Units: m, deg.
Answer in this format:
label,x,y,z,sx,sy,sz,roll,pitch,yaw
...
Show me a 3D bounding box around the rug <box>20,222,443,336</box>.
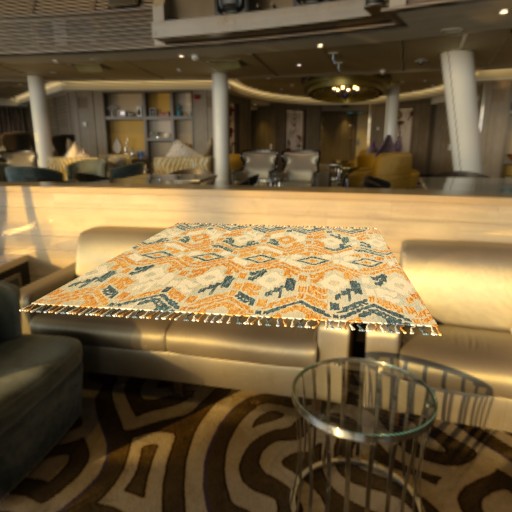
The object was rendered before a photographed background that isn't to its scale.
label,x,y,z,sx,sy,sz,roll,pitch,yaw
rug,0.000,0.000,3.950,2.439,0.010,3.048,2,15,8
